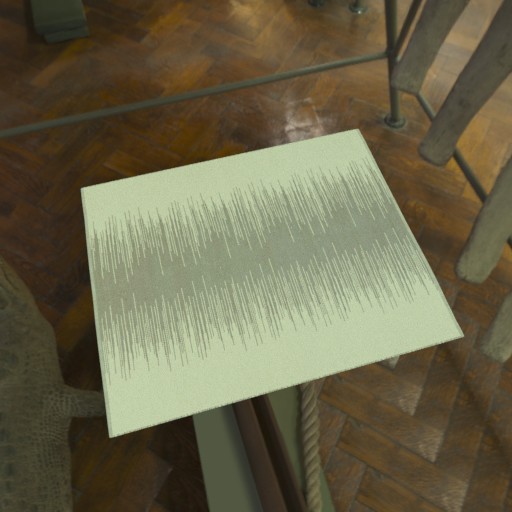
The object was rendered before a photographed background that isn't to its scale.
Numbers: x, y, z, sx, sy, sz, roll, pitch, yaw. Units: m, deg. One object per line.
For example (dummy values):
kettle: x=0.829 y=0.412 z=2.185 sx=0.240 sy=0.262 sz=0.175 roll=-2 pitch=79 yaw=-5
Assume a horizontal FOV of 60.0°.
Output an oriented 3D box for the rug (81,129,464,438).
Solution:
rug: x=0.000 y=0.000 z=4.149 sx=3.037 sy=0.010 sz=2.453 roll=-14 pitch=63 yaw=-7
